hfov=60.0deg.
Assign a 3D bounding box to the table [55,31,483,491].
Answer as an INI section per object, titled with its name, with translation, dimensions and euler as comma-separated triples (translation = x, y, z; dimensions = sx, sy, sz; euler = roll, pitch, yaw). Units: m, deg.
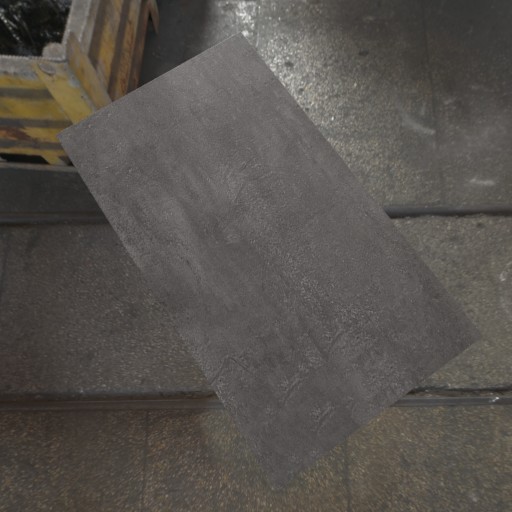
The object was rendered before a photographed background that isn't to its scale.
[table]
translation = 0.000, 0.000, 0.919
dimensions = 0.400, 0.350, 0.700
euler = -33, 77, -8
